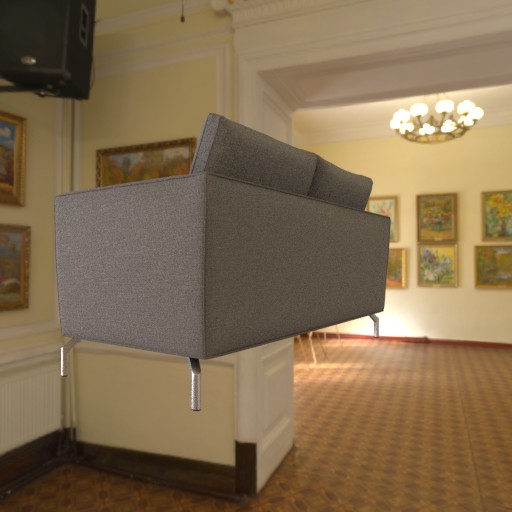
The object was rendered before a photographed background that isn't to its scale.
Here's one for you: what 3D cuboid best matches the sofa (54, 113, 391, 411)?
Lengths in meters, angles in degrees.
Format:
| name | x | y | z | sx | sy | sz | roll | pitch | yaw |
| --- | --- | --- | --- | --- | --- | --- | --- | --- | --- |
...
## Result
| name | x | y | z | sx | sy | sz | roll | pitch | yaw |
| --- | --- | --- | --- | --- | --- | --- | --- | --- | --- |
| sofa | 0.000 | 0.000 | 2.114 | 0.803 | 0.924 | 1.594 | 0 | -1 | 35 |
